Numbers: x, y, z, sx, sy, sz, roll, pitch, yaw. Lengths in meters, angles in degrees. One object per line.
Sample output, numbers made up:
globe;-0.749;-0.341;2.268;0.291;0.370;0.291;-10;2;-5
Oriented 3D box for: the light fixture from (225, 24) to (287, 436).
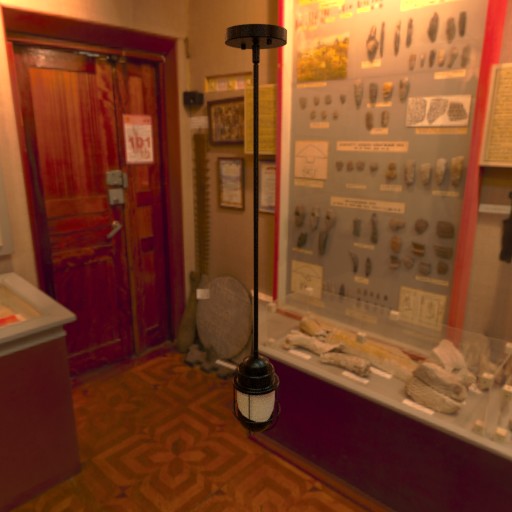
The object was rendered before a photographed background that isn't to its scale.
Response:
light fixture;0.000;0.000;0.997;0.123;0.920;0.123;14;21;42
